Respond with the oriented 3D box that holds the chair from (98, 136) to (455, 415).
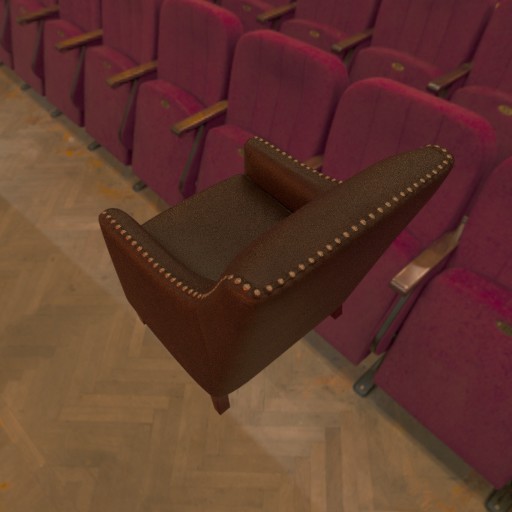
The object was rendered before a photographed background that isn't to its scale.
[{"bbox_3d":[0.000,0.000,1.316,0.639,0.813,0.704,-33,56,-27],"label":"chair"}]
